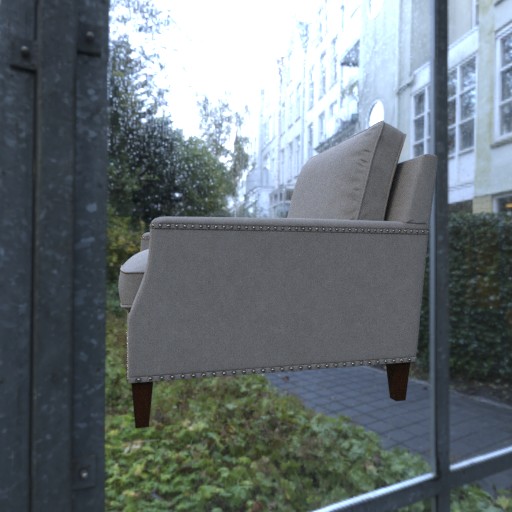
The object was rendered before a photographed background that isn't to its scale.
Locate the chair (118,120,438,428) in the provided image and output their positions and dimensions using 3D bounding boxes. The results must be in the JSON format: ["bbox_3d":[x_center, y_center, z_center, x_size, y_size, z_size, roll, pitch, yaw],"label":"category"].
[{"bbox_3d":[0.000,0.000,1.717,1.014,0.943,0.853,0,0,-16],"label":"chair"}]
